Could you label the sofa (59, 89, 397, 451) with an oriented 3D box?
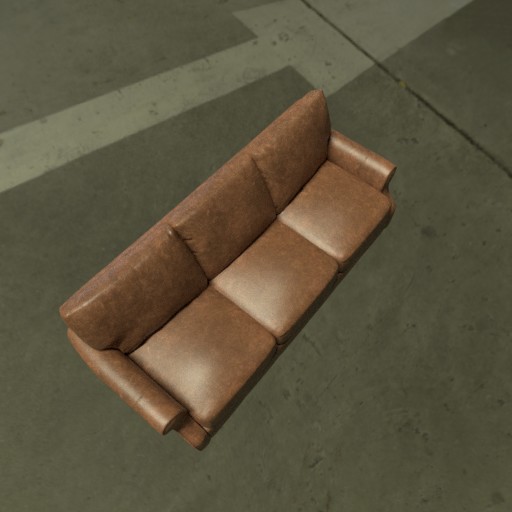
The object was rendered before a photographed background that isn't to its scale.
[{"bbox_3d":[0.000,0.000,2.898,0.973,0.977,2.351,35,65,19],"label":"sofa"}]
